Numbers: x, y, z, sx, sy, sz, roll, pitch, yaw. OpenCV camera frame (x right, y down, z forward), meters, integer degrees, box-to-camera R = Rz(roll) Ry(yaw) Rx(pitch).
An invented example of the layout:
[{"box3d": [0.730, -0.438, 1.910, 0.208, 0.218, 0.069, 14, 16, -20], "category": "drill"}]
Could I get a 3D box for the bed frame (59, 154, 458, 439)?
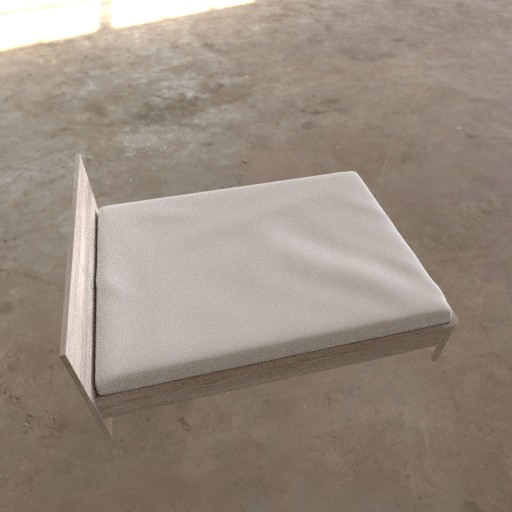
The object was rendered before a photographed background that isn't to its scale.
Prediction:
[{"box3d": [0.000, 0.000, 2.698, 1.950, 0.800, 1.490, -10, 46, -9], "category": "bed frame"}]
